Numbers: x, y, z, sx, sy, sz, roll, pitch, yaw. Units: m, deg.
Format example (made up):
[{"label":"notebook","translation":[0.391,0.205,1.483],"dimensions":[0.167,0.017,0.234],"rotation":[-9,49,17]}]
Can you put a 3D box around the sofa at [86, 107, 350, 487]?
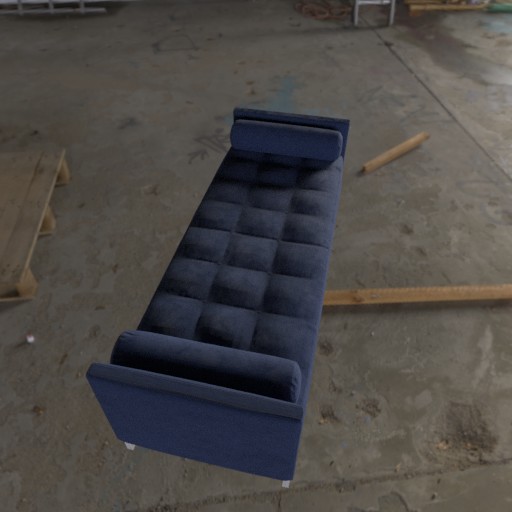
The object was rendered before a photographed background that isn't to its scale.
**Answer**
[{"label":"sofa","translation":[0.000,0.000,2.430],"dimensions":[0.797,0.657,2.102],"rotation":[9,46,9]}]
